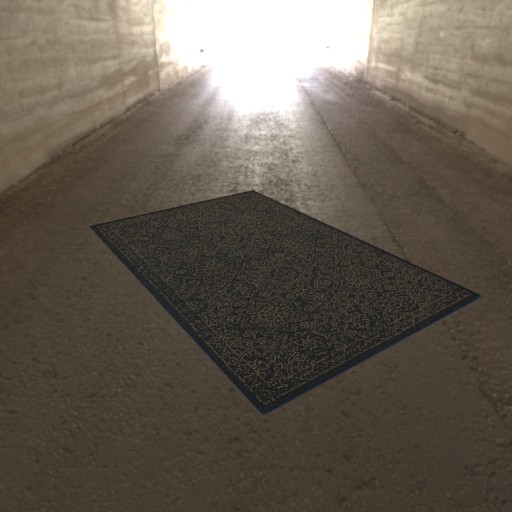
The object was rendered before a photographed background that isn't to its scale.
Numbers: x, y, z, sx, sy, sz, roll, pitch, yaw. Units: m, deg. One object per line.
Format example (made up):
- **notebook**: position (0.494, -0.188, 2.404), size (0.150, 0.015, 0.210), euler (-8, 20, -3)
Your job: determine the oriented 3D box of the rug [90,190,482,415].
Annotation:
- **rug**: position (0.000, 0.000, 2.357), size (1.219, 0.010, 1.829), euler (-17, 32, -31)
